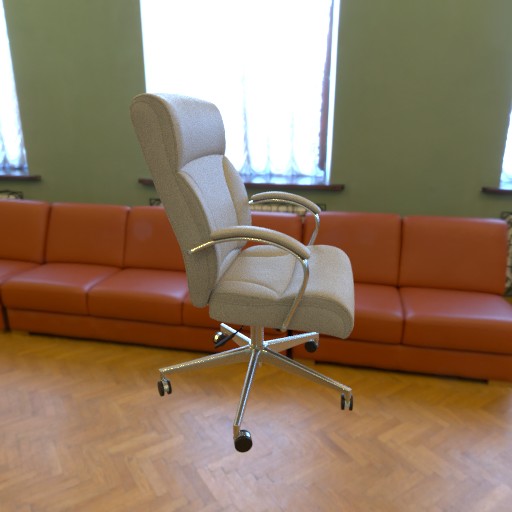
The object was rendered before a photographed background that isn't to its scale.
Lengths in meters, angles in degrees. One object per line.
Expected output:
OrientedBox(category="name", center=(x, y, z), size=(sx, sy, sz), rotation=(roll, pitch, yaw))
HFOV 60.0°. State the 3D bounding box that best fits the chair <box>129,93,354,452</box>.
OrientedBox(category="chair", center=(0.000, 0.000, 1.590), size=(0.745, 1.099, 0.727), rotation=(3, 18, 10))
